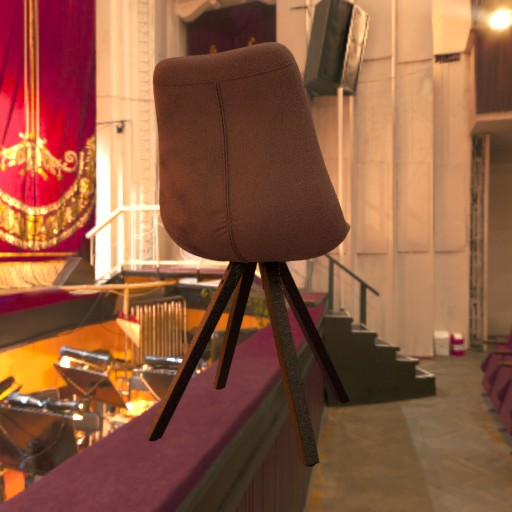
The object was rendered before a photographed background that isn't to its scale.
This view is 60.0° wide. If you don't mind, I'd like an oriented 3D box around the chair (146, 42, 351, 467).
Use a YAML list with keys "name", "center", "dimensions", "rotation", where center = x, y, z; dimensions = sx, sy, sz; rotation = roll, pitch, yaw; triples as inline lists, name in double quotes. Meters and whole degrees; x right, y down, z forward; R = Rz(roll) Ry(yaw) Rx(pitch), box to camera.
- name: "chair"
  center: [0.000, 0.000, 1.173]
  dimensions: [0.483, 0.865, 0.547]
  rotation: [0, 0, 19]
